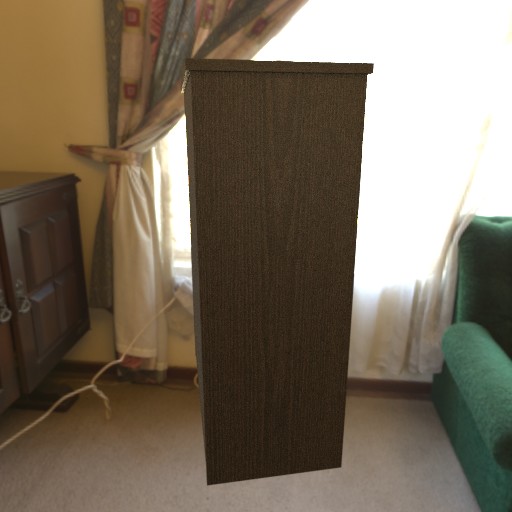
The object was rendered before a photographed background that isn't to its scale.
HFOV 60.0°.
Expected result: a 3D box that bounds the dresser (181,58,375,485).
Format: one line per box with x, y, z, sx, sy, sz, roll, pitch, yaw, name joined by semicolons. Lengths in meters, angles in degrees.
0.000;0.000;1.359;0.399;1.020;0.704;-3;17;-9;dresser
